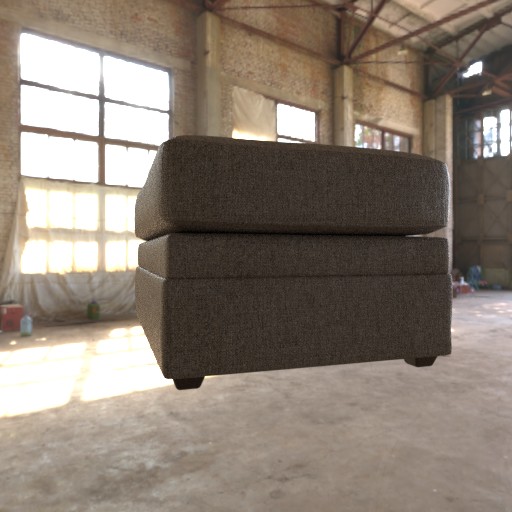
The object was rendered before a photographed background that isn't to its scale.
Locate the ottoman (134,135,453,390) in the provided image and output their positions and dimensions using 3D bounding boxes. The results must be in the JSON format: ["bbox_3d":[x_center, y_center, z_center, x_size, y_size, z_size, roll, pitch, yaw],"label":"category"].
[{"bbox_3d":[0.000,0.000,1.248,0.637,0.478,0.885,0,0,-18],"label":"ottoman"}]
